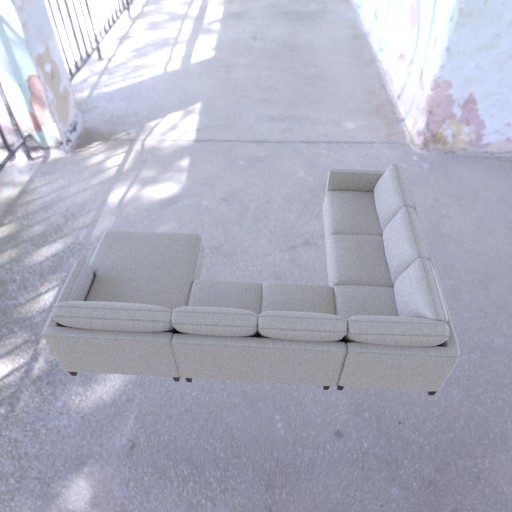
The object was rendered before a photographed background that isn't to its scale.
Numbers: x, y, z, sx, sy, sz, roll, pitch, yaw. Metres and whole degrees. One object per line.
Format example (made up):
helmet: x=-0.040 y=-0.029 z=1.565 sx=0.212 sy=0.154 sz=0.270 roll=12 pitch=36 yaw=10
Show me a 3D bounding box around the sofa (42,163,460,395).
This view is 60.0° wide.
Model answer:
sofa: x=0.000 y=0.000 z=4.581 sx=3.403 sy=0.889 sz=2.551 roll=2 pitch=46 yaw=2
